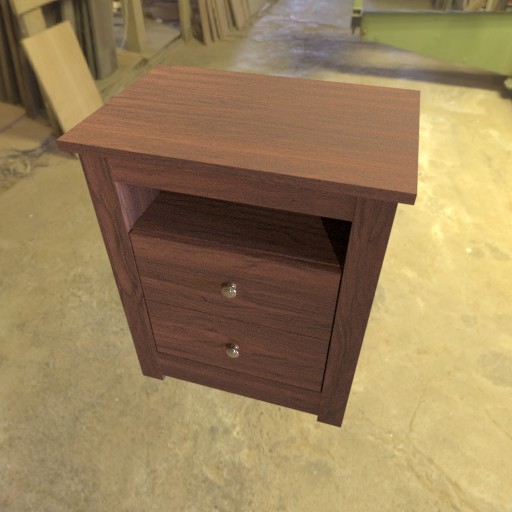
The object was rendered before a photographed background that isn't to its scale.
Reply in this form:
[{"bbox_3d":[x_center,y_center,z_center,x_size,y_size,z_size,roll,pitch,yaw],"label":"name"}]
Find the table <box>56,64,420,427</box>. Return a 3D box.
[{"bbox_3d":[0.000,0.000,1.065,0.589,0.711,0.406,11,42,12],"label":"table"}]
